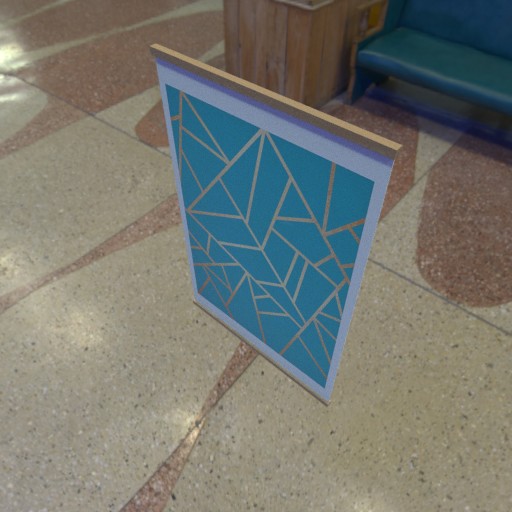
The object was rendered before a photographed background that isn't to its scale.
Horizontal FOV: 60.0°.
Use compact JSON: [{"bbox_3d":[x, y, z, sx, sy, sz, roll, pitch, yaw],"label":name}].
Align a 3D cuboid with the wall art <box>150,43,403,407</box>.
[{"bbox_3d":[0.000,0.000,1.923,0.990,1.519,0.030,33,55,27],"label":"wall art"}]
